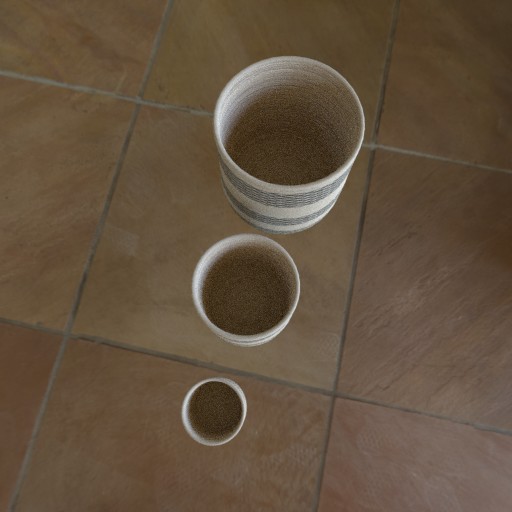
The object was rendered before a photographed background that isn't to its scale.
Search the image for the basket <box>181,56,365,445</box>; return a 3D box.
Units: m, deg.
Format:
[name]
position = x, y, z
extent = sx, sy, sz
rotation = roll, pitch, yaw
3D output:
[basket]
position = 0.000, 0.000, 1.105
extent = 0.351, 0.356, 0.917
rotation = 15, 76, 4
